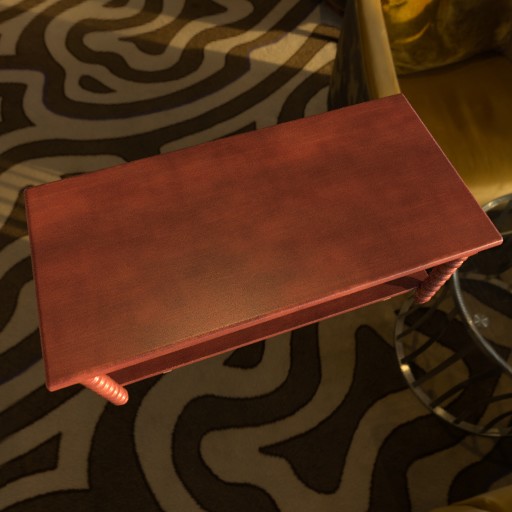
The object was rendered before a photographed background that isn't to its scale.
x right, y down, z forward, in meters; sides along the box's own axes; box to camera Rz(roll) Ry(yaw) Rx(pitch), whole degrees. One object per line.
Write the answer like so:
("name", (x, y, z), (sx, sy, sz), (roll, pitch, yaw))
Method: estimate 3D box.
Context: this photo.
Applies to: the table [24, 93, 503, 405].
("table", (0.000, 0.000, 1.399), (1.171, 0.485, 0.580), (-17, 63, -9))
